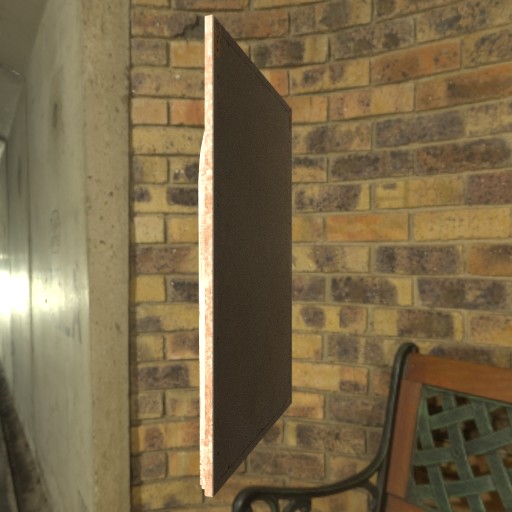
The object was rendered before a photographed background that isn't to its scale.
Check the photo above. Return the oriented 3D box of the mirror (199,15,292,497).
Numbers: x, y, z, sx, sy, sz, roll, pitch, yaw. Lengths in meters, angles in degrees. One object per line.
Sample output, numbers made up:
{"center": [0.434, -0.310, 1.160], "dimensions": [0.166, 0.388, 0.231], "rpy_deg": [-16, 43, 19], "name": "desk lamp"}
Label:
{"center": [0.000, 0.000, 0.958], "dimensions": [0.058, 0.787, 0.495], "rpy_deg": [0, 0, 20], "name": "mirror"}
